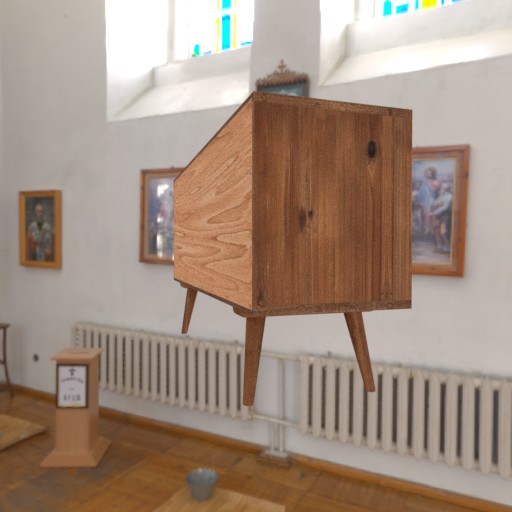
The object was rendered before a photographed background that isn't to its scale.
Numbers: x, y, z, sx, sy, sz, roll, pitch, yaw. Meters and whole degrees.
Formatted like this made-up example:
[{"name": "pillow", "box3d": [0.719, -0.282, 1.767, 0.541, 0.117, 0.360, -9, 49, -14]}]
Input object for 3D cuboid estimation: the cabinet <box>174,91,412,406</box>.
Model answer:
[{"name": "cabinet", "box3d": [0.000, 0.000, 1.794, 0.472, 0.800, 1.400, 0, 1, -18]}]
